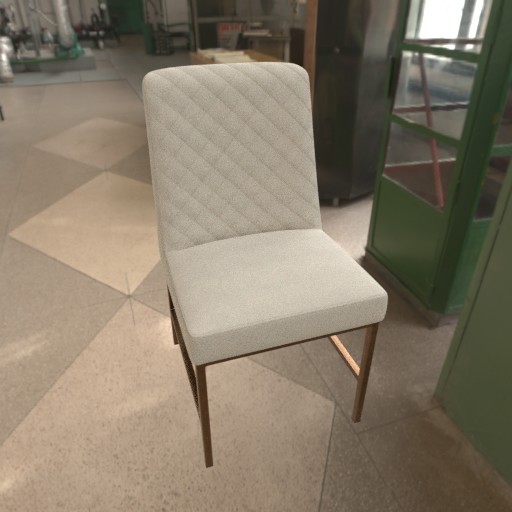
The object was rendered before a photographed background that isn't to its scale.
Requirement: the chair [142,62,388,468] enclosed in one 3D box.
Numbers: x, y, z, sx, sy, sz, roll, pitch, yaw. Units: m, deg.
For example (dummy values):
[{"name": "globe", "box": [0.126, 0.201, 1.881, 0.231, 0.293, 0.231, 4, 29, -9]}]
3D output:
[{"name": "chair", "box": [0.000, 0.000, 1.252, 0.503, 0.933, 0.597, -10, 33, -16]}]
